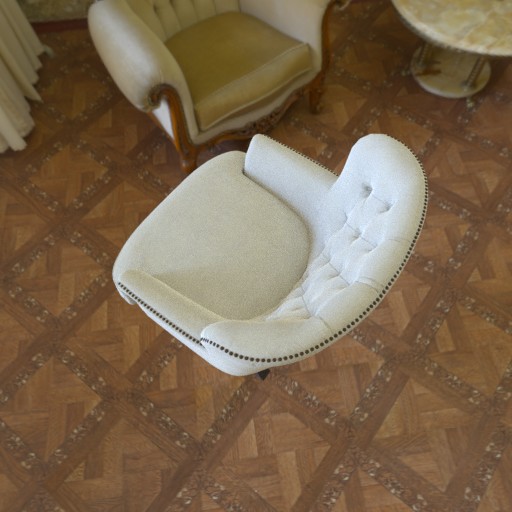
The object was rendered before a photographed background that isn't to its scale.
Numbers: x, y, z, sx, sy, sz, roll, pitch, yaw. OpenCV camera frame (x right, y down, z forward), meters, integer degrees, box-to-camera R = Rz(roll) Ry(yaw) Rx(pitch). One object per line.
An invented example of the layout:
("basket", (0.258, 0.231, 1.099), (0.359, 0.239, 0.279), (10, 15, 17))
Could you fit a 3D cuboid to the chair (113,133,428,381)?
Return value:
("chair", (0.000, 0.000, 1.607), (0.906, 0.868, 0.848), (33, 67, 16))
